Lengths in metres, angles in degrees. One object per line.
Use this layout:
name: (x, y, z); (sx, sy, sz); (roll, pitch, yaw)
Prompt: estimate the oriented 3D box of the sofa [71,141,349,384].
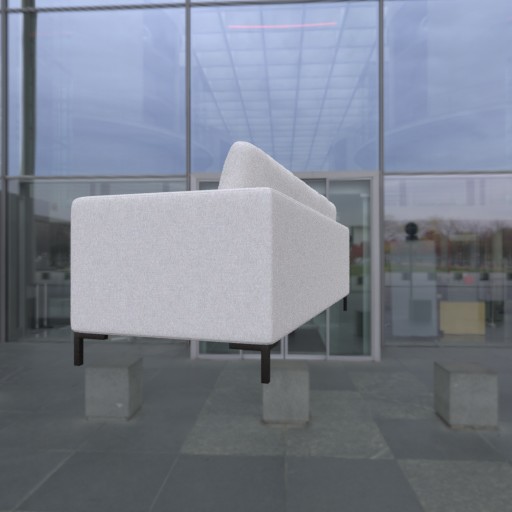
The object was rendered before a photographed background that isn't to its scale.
sofa: (0.000, 0.000, 2.666); (0.859, 0.874, 2.218); (0, 0, 19)
